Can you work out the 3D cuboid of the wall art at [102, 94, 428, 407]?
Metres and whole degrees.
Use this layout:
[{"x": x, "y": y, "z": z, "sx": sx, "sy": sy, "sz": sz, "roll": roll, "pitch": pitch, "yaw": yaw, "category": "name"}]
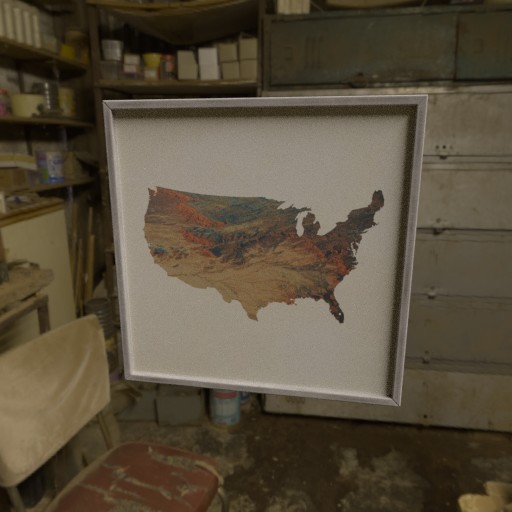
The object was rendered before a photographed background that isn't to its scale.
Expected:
[{"x": 0.000, "y": 0.000, "z": 0.450, "sx": 0.303, "sy": 0.303, "sz": 0.015, "roll": 3, "pitch": 14, "yaw": 10, "category": "wall art"}]
